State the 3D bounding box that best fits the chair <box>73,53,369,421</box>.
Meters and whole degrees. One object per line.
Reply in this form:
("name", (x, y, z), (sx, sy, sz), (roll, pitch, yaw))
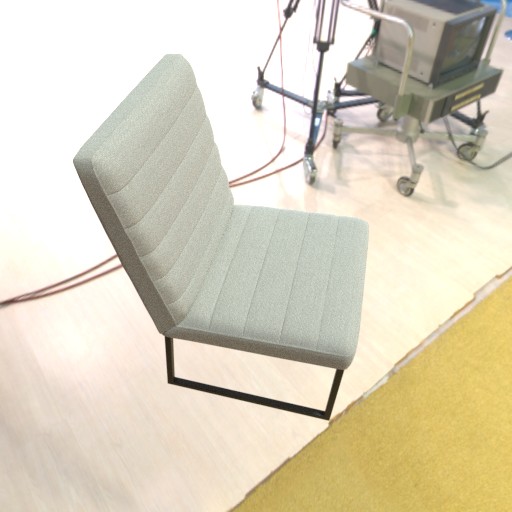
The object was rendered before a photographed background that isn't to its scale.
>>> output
("chair", (0.000, 0.000, 1.291), (0.634, 0.930, 0.520), (10, 48, 9))
